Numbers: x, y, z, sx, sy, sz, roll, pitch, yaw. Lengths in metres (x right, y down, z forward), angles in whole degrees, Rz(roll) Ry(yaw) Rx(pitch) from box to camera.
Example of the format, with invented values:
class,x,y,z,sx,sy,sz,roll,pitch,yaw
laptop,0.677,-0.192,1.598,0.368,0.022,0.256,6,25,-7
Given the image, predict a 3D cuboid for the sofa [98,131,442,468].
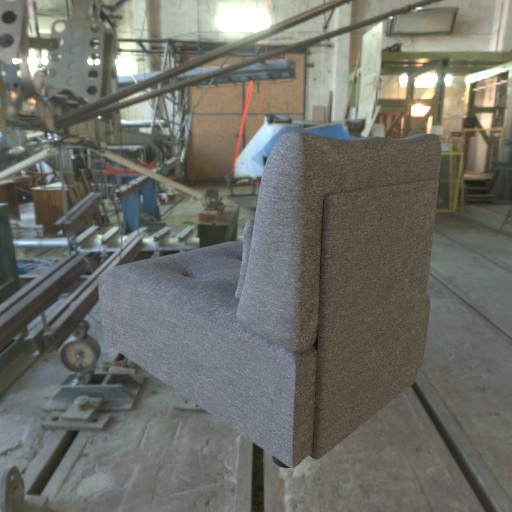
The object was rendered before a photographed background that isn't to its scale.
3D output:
class,x,y,z,sx,sy,sz,roll,pitch,yaw
sofa,0.000,0.000,1.533,0.700,0.820,1.000,-14,21,-43
